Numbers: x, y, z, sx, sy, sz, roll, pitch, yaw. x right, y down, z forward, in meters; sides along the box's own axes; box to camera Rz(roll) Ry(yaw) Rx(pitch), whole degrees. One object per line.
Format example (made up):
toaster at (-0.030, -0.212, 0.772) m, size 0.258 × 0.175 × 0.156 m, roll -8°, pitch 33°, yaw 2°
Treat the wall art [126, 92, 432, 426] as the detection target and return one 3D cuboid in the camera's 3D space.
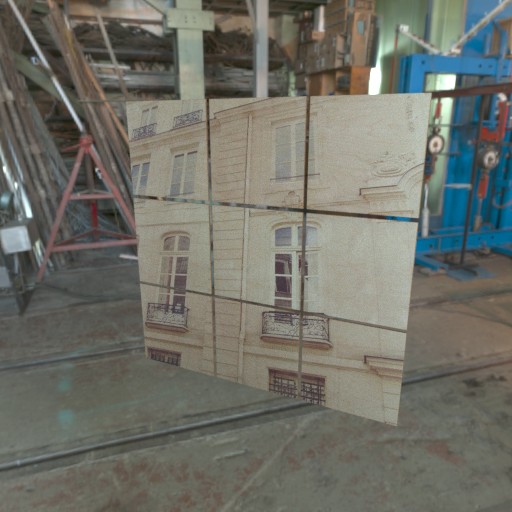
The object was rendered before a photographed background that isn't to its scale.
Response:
wall art at (0.000, 0.000, 2.262) m, size 1.526 × 1.522 × 0.023 m, roll 8°, pitch 18°, yaw 25°
